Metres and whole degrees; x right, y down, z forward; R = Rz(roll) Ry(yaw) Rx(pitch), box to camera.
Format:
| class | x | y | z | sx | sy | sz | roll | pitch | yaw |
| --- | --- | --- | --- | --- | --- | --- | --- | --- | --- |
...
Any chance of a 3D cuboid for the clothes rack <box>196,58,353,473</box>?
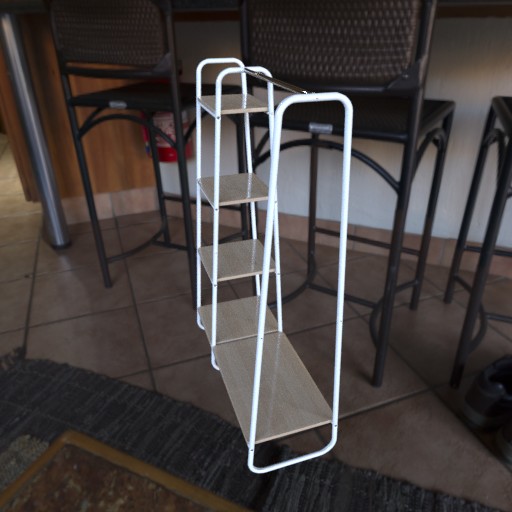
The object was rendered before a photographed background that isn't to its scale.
| class | x | y | z | sx | sy | sz | roll | pitch | yaw |
| --- | --- | --- | --- | --- | --- | --- | --- | --- | --- |
| clothes rack | 0.000 | 0.000 | 1.937 | 0.400 | 1.500 | 1.011 | -9 | 31 | -16 |
